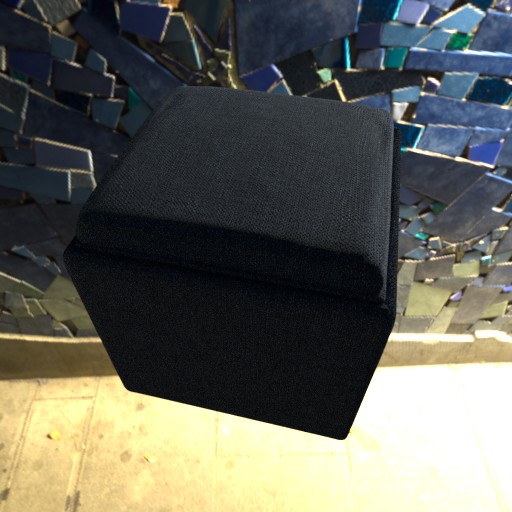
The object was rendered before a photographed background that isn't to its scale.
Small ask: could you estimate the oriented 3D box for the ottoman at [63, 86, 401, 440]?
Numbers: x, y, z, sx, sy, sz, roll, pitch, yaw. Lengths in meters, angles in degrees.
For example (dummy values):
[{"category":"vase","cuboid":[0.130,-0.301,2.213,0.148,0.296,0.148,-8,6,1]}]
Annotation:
[{"category":"ottoman","cuboid":[0.000,0.000,0.836,0.454,0.493,0.436,10,49,9]}]
